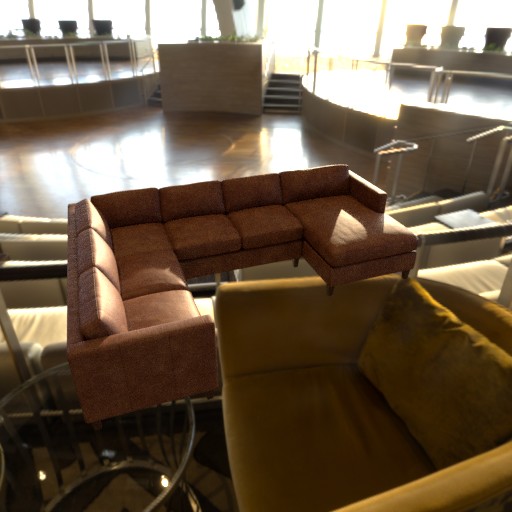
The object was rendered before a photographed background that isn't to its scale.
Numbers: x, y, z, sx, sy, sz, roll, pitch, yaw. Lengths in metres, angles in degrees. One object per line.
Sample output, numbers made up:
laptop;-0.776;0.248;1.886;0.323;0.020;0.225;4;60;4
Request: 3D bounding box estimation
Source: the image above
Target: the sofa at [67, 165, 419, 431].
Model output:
sofa;0.000;0.000;4.301;3.324;0.888;2.452;-10;32;-17
